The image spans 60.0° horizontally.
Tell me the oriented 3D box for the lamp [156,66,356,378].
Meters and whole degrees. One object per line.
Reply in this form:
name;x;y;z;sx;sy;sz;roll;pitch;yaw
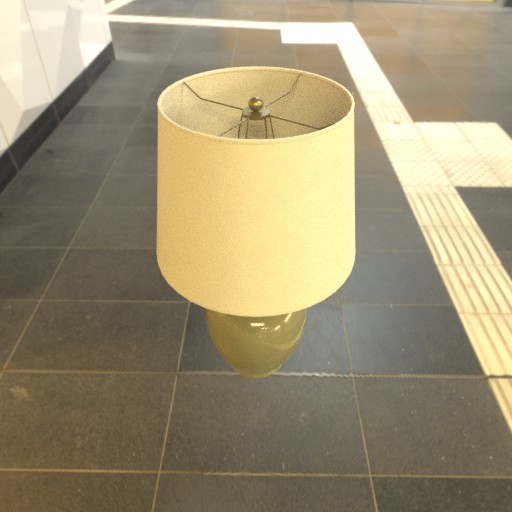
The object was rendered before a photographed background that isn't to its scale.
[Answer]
lamp;0.000;0.000;0.555;0.239;0.399;0.239;0;40;0
